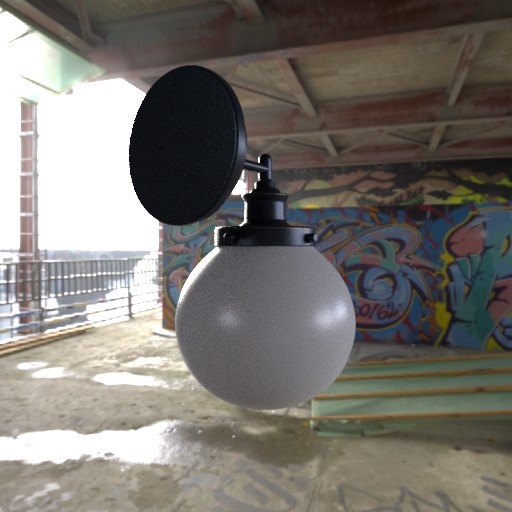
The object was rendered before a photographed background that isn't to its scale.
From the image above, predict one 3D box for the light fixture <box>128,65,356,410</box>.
[{"bbox_3d":[0.000,0.000,0.480,0.197,0.332,0.230,1,1,37],"label":"light fixture"}]
